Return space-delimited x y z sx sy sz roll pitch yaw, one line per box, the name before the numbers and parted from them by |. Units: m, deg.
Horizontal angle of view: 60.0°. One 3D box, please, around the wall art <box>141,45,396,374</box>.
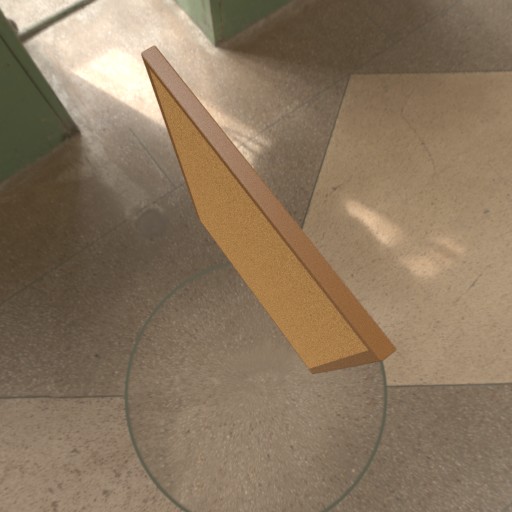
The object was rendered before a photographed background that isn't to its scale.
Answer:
wall art | 0.000 0.000 0.750 0.021 0.550 0.449 -35 77 -9
